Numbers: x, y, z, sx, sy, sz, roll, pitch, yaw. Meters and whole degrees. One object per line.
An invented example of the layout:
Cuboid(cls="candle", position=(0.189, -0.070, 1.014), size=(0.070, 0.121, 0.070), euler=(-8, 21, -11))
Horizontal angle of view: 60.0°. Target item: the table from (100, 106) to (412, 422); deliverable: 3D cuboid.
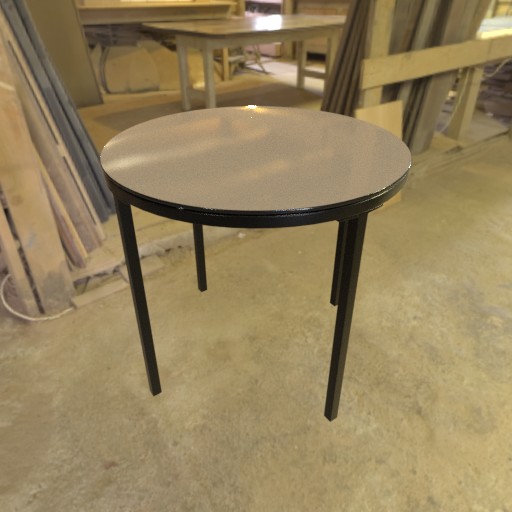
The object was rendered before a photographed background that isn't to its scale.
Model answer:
Cuboid(cls="table", position=(0.000, 0.000, 0.857), size=(0.499, 0.443, 0.499), euler=(0, 32, 0))
